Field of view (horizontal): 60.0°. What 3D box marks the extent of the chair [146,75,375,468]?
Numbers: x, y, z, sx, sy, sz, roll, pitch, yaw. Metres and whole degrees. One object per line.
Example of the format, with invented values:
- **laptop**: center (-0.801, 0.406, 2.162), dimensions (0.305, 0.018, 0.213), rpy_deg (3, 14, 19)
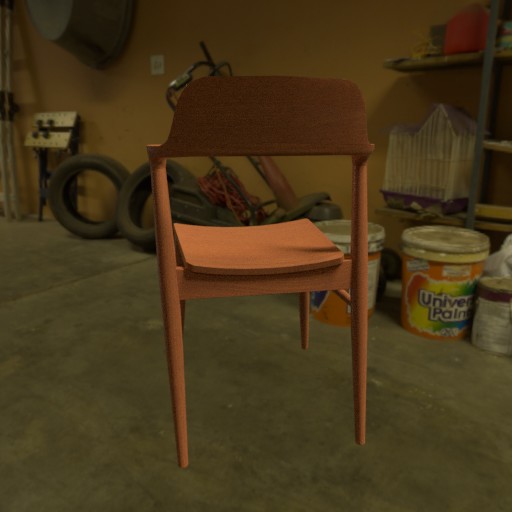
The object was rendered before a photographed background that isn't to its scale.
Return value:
- **chair**: center (0.000, 0.000, 1.128), dimensions (0.496, 0.801, 0.499), rpy_deg (-3, 16, -10)
